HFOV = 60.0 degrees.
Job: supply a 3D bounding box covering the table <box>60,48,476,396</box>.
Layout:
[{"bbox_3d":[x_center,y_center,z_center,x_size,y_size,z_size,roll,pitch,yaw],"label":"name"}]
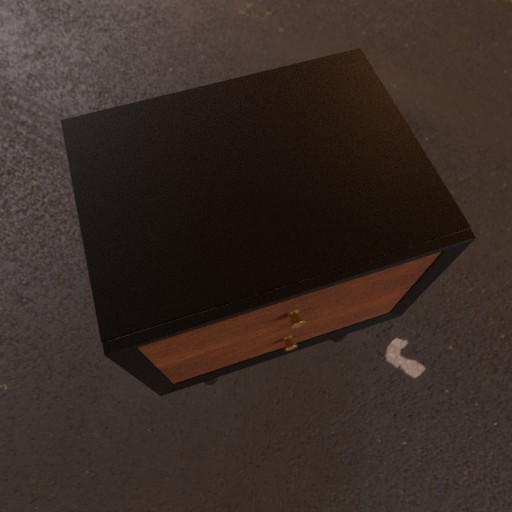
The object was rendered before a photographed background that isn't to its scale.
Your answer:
[{"bbox_3d":[0.000,0.000,0.975,0.564,0.584,0.441,-17,66,-8],"label":"table"}]
